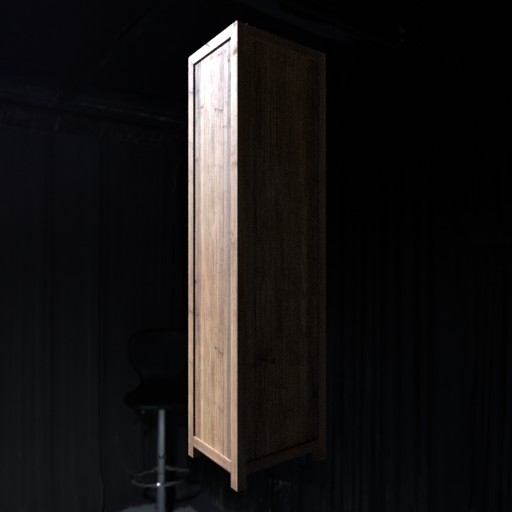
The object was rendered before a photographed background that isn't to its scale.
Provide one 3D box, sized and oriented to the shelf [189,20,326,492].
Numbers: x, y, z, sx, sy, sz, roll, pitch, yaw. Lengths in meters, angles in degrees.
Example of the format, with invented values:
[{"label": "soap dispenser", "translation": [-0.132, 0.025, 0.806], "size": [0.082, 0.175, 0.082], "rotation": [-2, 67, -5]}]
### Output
[{"label": "shelf", "translation": [0.000, 0.000, 2.104], "size": [0.500, 1.900, 0.428], "rotation": [0, 0, -36]}]
